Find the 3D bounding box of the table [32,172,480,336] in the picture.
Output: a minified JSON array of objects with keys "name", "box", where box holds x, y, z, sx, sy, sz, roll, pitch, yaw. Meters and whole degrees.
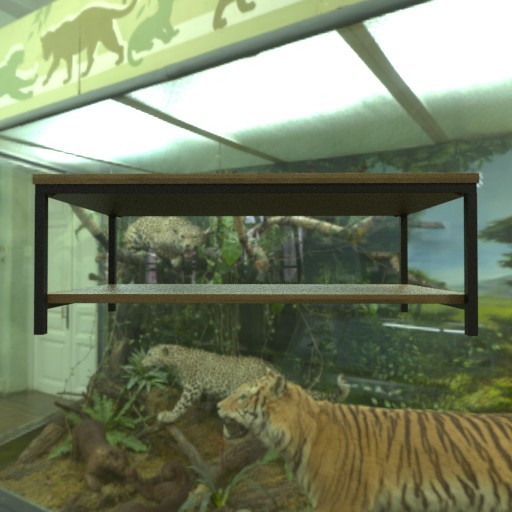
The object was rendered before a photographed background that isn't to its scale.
[{"name":"table","box":[0.000,0.000,1.363,1.100,0.399,0.551,0,-1,1]}]
